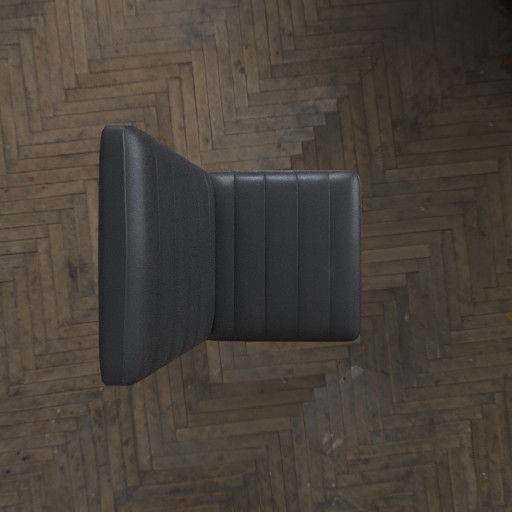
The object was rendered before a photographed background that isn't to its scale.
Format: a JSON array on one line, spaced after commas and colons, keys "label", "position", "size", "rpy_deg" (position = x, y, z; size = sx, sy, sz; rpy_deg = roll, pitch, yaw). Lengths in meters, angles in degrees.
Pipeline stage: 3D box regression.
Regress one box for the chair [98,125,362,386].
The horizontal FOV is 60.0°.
[{"label": "chair", "position": [0.000, 0.000, 1.305], "size": [0.634, 0.930, 0.520], "rpy_deg": [0, 90, -1]}]
